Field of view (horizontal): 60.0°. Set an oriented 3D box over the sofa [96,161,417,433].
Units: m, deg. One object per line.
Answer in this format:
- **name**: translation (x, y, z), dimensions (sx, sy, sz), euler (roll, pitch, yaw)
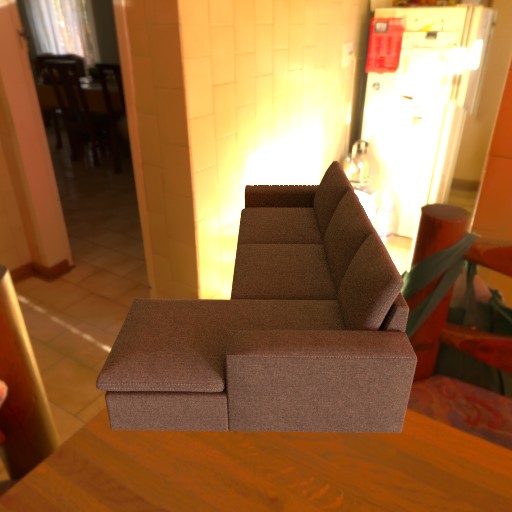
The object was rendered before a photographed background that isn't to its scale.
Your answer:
- **sofa**: translation (0.000, 0.000, 3.520), dimensions (1.689, 0.940, 2.718), euler (0, 28, 1)
